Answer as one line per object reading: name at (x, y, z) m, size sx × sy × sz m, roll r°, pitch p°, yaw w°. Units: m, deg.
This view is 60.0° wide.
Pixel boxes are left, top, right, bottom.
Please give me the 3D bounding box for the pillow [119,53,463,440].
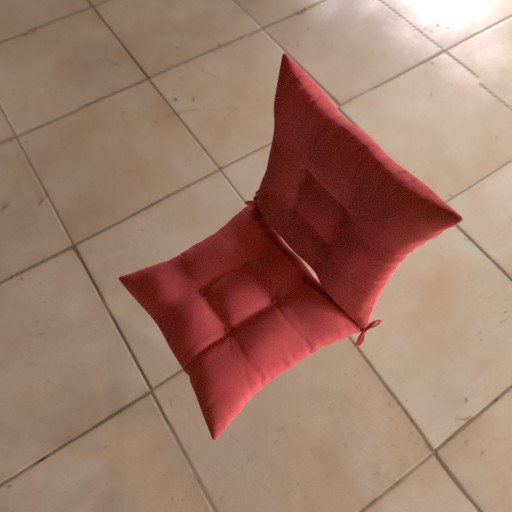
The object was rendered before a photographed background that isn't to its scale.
pillow at (0.000, 0.000, 1.008) m, size 0.585 × 0.536 × 0.541 m, roll -32°, pitch 67°, yaw -15°
